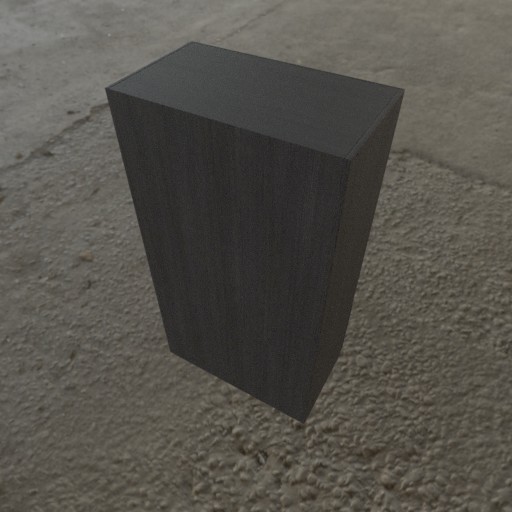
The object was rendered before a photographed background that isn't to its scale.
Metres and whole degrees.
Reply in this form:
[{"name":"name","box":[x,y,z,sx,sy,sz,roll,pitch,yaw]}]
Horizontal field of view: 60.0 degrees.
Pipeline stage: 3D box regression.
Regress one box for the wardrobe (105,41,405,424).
[{"name":"wardrobe","box":[0.000,0.000,2.318,0.991,1.808,0.577,22,49,21]}]
